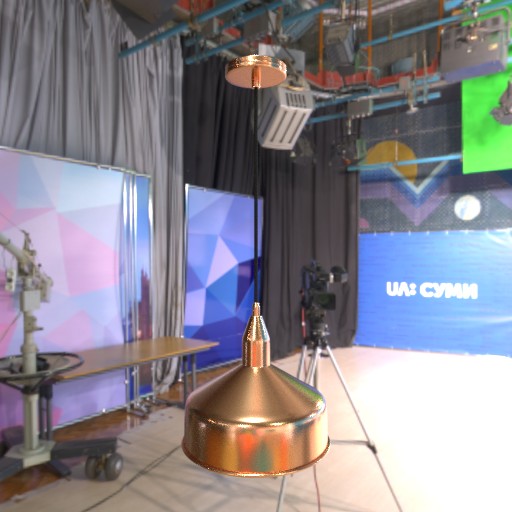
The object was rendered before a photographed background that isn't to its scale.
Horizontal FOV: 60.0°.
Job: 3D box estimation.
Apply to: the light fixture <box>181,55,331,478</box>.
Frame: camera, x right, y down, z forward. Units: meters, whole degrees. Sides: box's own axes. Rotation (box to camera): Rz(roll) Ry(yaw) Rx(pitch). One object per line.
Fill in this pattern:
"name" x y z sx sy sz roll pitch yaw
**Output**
"light fixture" 0.000 0.000 0.898 0.301 0.754 0.301 0 1 0
